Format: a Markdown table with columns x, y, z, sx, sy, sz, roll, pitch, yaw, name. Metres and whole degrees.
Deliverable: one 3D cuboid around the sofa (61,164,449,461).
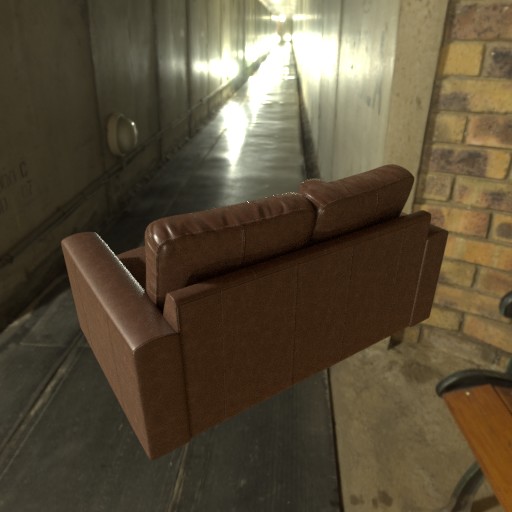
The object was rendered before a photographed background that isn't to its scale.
| x | y | z | sx | sy | sz | roll | pitch | yaw | name |
| --- | --- | --- | --- | --- | --- | --- | --- | --- | --- |
| 0.000 | 0.000 | 2.206 | 1.616 | 0.873 | 1.016 | -18 | 33 | -29 | sofa |
